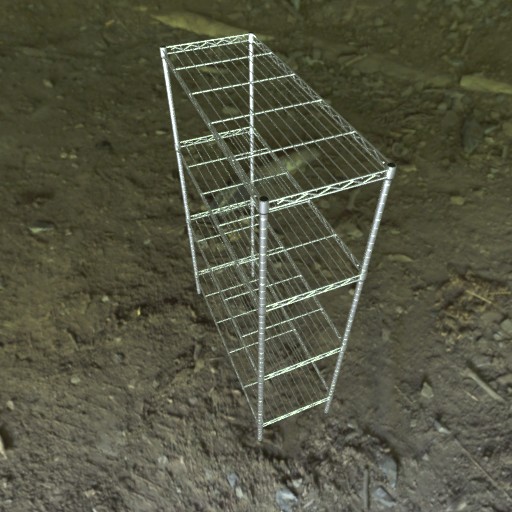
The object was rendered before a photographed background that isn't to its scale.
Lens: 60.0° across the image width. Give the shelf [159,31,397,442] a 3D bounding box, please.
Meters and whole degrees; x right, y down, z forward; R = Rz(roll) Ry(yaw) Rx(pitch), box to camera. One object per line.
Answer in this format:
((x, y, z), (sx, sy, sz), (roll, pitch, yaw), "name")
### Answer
((0.000, 0.000, 1.775), (0.352, 1.360, 0.907), (-17, 49, -15), "shelf")
